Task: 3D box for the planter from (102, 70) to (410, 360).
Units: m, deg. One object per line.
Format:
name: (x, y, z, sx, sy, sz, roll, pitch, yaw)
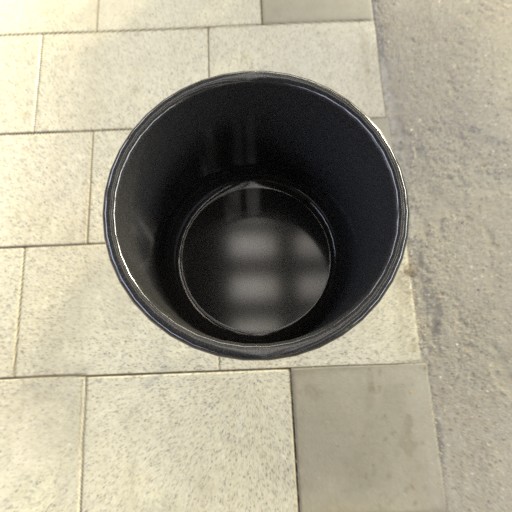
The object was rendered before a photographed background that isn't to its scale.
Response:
planter: (0.000, 0.000, 0.530, 0.251, 0.355, 0.251, -5, 76, -1)
